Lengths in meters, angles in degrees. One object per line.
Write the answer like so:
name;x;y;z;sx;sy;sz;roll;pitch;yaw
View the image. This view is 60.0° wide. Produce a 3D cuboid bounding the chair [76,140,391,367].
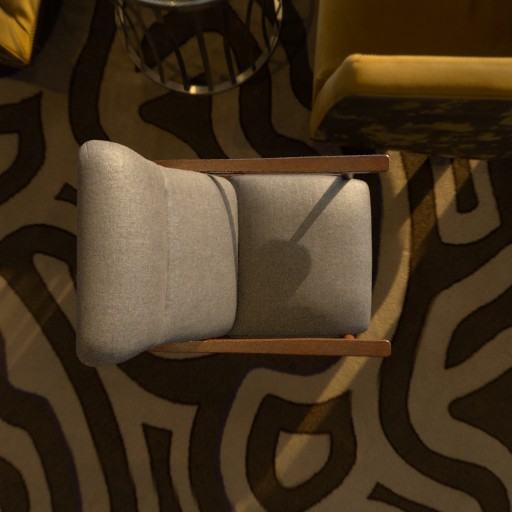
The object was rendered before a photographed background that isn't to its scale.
chair;0.000;0.000;1.747;1.014;1.081;0.762;0;89;-1
